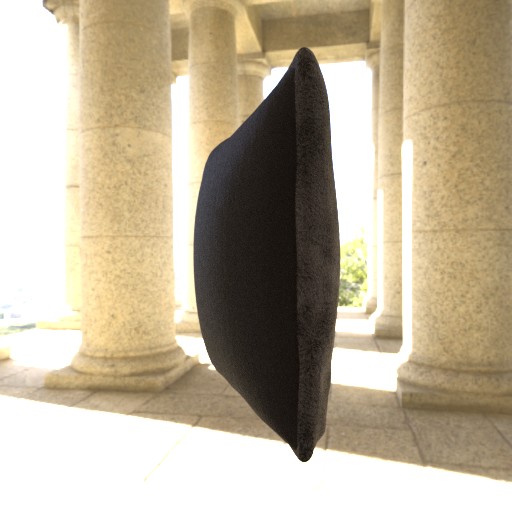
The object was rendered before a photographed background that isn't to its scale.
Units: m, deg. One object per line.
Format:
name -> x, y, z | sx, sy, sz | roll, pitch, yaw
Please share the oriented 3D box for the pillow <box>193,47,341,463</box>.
pillow -> 0.000, 0.000, 0.788 | 0.204, 0.520, 0.522 | 0, 0, -18
